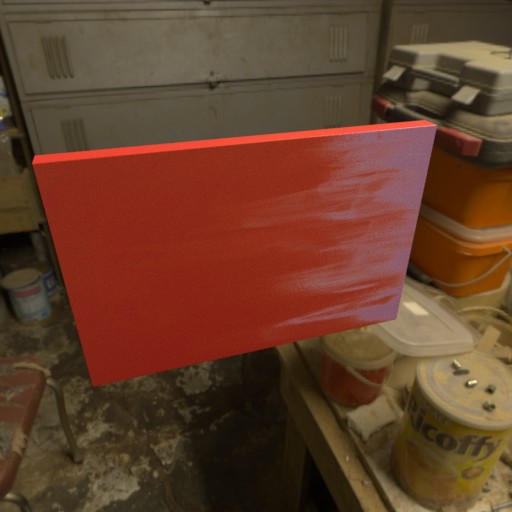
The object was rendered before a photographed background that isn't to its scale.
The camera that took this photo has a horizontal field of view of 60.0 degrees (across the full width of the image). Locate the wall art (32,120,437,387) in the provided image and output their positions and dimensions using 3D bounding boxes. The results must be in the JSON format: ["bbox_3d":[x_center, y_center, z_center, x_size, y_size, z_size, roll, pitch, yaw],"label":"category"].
[{"bbox_3d":[0.000,0.000,0.759,0.607,0.405,0.033,-9,33,-15],"label":"wall art"}]
